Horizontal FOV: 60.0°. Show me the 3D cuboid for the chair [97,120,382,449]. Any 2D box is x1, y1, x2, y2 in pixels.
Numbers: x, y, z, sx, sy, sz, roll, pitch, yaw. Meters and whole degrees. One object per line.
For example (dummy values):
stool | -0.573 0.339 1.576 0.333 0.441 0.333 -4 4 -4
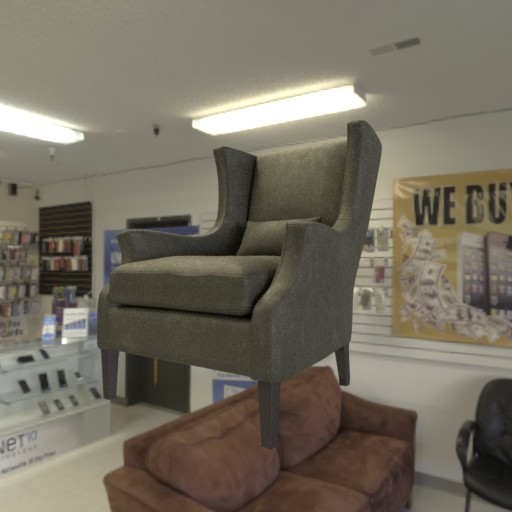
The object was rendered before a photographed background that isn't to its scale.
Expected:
chair | 0.000 0.000 1.717 0.853 1.016 0.926 0 0 36
